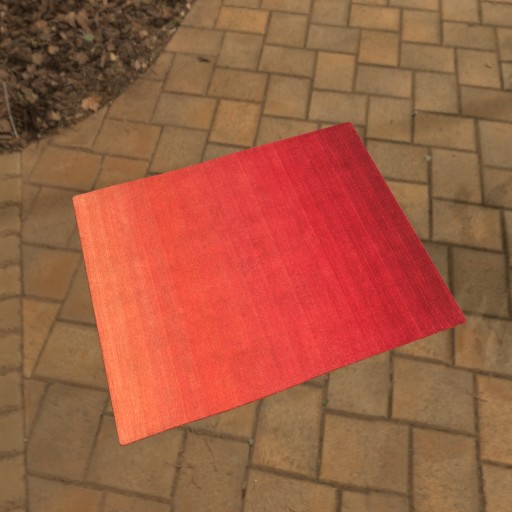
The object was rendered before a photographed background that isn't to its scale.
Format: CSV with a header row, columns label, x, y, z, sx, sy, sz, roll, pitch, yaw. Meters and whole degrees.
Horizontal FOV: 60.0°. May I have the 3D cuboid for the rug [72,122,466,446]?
label,x,y,z,sx,sy,sz,roll,pitch,yaw
rug,0.000,0.000,3.940,2.905,0.028,2.340,-17,64,-9
